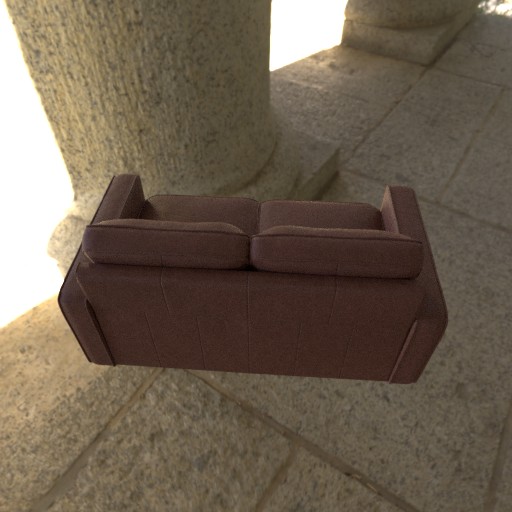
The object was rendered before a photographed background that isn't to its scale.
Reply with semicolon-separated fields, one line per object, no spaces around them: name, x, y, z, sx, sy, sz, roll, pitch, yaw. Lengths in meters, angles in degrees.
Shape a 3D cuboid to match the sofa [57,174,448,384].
sofa;0.000;0.000;2.301;1.709;0.918;0.947;3;47;3
